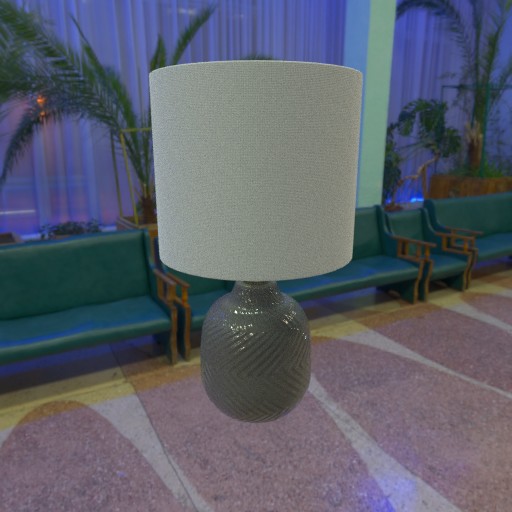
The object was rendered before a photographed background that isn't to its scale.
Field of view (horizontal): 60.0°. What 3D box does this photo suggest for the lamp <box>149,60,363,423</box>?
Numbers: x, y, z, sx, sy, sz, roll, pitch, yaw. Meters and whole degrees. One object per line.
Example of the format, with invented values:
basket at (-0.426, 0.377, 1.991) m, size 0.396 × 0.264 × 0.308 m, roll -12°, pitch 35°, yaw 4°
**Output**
lamp at (0.000, 0.000, 0.486) m, size 0.207 × 0.366 × 0.207 m, roll -8°, pitch 17°, yaw -26°
